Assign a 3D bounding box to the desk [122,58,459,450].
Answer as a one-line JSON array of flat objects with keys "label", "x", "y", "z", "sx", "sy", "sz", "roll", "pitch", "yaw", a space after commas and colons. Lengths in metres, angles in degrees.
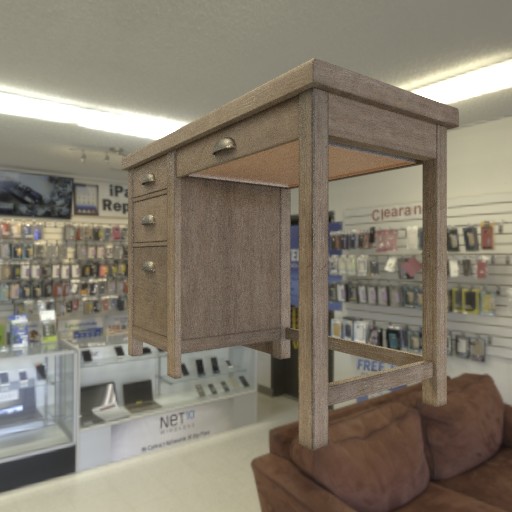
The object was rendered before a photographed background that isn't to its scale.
[{"label": "desk", "x": 0.000, "y": 0.000, "z": 1.708, "sx": 0.610, "sy": 0.912, "sz": 1.289, "roll": 0, "pitch": 0, "yaw": -36}]
